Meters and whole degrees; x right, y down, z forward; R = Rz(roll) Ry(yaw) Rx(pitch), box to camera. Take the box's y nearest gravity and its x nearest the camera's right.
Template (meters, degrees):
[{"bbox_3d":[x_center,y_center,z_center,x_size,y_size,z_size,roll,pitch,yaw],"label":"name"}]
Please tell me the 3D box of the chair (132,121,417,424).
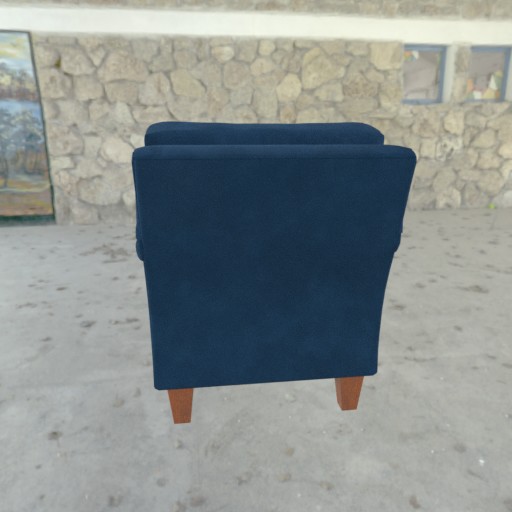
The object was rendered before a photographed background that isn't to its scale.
[{"bbox_3d":[0.000,0.000,1.882,0.895,1.076,1.078,-2,15,-7],"label":"chair"}]
